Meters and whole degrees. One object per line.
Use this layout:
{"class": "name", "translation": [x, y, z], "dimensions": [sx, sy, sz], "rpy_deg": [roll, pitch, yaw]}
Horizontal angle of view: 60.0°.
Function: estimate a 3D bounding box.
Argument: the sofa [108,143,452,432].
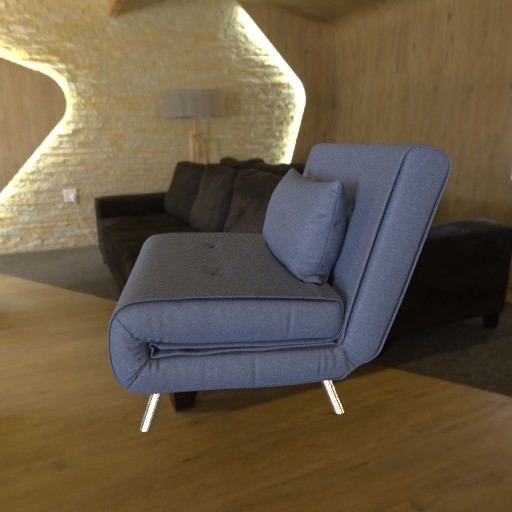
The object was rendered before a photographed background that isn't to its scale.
{"class": "sofa", "translation": [0.000, 0.000, 1.746], "dimensions": [0.996, 0.860, 0.999], "rpy_deg": [-2, 15, -8]}
